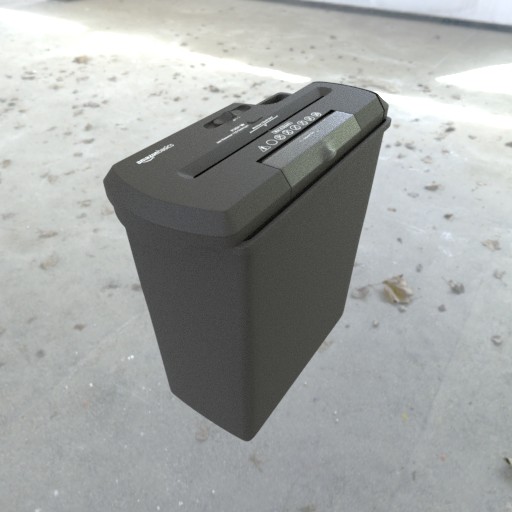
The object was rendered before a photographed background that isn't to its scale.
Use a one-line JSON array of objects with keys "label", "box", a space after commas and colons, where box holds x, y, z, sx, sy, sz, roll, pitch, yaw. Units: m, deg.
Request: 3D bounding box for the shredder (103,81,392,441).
[{"label": "shredder", "box": [0.000, 0.000, 0.520, 0.170, 0.335, 0.320, 24, 45, 26]}]
